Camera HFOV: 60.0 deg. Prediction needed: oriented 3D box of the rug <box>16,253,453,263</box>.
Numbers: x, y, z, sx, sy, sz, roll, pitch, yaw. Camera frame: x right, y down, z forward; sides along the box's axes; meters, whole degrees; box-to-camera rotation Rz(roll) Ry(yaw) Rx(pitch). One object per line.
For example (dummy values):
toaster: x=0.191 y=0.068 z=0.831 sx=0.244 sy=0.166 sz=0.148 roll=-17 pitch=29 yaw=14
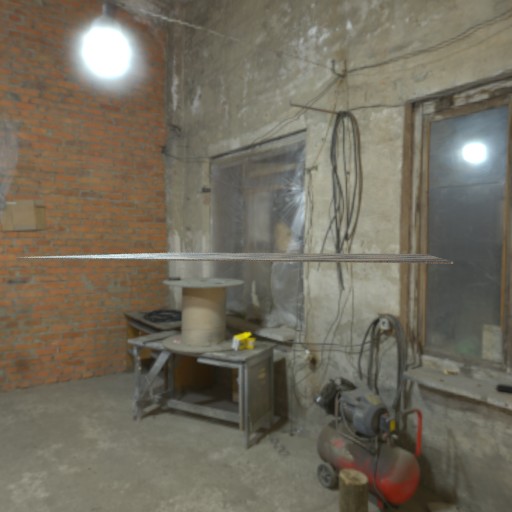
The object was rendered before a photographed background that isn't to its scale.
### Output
rug: x=0.000 y=0.000 z=4.069 sx=3.072 sy=0.011 sz=2.451 roll=0 pitch=1 yaw=18
